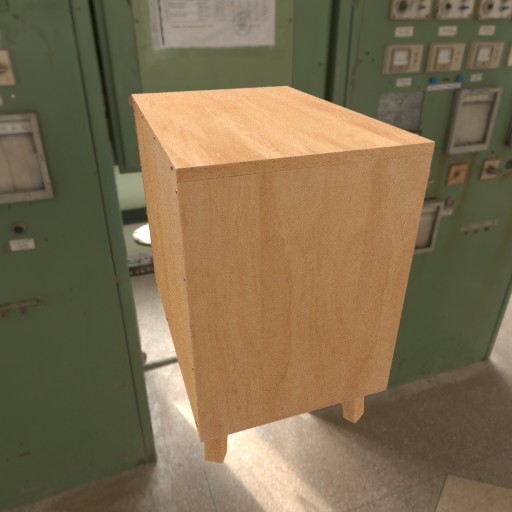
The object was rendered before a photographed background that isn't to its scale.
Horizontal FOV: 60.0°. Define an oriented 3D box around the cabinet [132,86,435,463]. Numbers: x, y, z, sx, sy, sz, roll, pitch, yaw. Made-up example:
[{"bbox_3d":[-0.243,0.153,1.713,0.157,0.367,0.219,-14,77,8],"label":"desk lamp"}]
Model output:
[{"bbox_3d":[0.000,0.000,0.955,0.394,0.599,0.551,-10,31,-17],"label":"cabinet"}]
